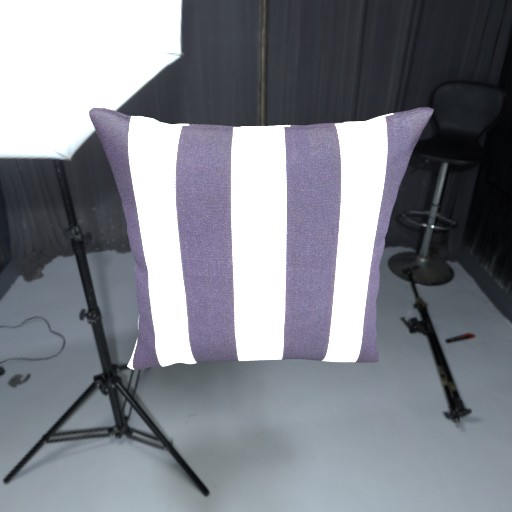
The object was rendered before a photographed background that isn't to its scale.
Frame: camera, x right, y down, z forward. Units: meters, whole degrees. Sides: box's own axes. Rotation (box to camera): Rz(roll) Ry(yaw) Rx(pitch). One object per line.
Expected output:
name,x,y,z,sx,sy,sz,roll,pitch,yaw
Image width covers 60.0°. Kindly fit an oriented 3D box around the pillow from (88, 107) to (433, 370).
pillow,0.000,0.000,0.803,0.536,0.526,0.189,-1,31,-2
